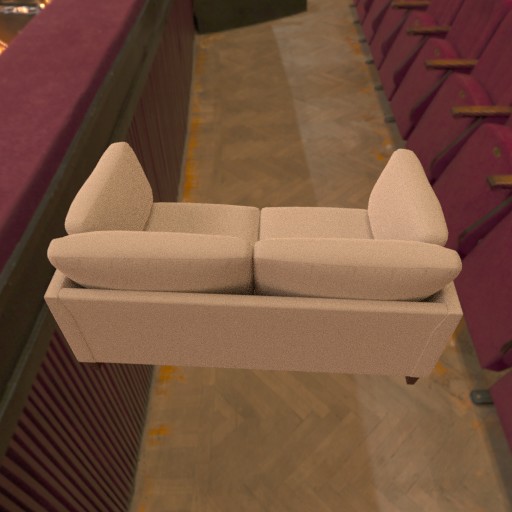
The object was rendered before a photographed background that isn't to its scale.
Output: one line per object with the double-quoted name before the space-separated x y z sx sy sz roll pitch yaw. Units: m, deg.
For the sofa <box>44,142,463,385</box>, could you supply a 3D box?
"sofa" 0.000 0.000 2.293 1.776 0.836 0.970 2 46 2
